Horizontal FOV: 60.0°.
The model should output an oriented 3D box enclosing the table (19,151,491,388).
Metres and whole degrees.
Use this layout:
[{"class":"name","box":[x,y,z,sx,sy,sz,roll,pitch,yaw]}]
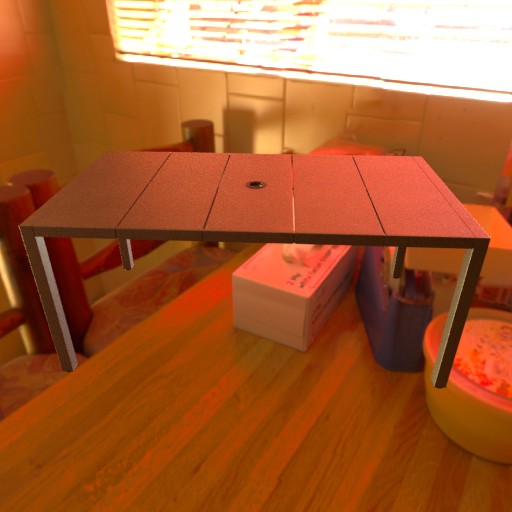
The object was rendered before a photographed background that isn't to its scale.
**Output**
[{"class":"table","box":[0.000,0.000,2.149,1.680,0.735,0.914,2,30,3]}]
